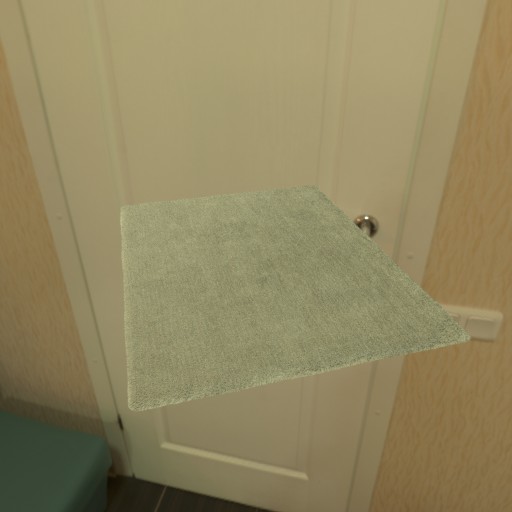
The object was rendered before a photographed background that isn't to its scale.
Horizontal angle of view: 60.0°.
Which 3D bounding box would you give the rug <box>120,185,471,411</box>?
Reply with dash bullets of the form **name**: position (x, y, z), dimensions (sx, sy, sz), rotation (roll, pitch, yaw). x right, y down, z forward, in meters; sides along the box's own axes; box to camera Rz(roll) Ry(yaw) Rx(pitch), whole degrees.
- **rug**: position (0.000, 0.000, 3.987), dimensions (2.332, 0.027, 2.933), rotation (-8, 32, -13)
